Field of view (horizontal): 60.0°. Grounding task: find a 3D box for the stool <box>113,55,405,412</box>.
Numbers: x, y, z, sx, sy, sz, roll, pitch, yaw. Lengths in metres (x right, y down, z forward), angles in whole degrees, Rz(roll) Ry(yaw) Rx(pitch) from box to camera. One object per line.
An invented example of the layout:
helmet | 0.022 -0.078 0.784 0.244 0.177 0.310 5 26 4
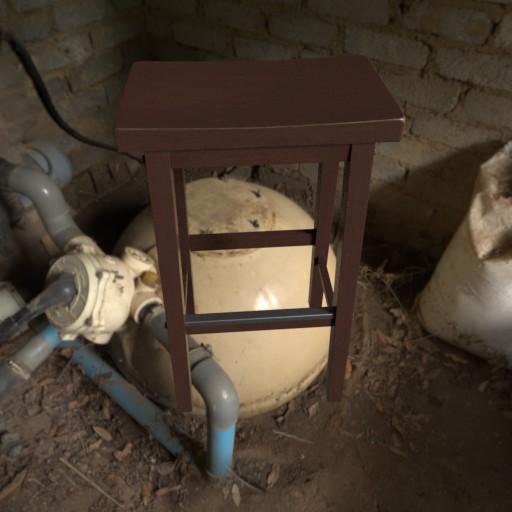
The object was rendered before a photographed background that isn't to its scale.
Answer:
stool | 0.000 0.000 0.948 0.406 0.742 0.322 -3 45 -3
